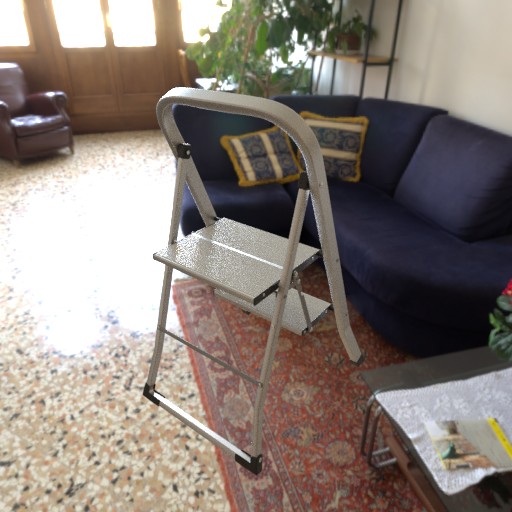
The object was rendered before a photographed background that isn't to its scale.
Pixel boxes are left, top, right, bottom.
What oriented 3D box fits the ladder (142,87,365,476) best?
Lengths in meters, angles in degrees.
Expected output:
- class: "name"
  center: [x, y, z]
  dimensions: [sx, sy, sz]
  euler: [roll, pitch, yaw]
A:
- class: "ladder"
  center: [0.000, 0.000, 1.141]
  dimensions: [0.465, 0.830, 0.530]
  euler: [21, 35, 32]
